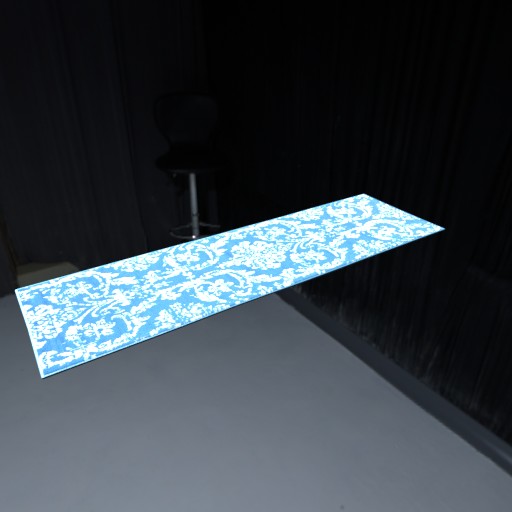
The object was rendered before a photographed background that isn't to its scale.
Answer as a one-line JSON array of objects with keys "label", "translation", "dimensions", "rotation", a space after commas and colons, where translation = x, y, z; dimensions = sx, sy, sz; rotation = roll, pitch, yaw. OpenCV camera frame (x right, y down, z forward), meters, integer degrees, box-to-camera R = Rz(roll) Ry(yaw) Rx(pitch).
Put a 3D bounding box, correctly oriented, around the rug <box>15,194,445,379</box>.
[{"label": "rug", "translation": [0.000, 0.000, 2.301], "dimensions": [2.196, 0.011, 0.662], "rotation": [-18, 34, -28]}]
